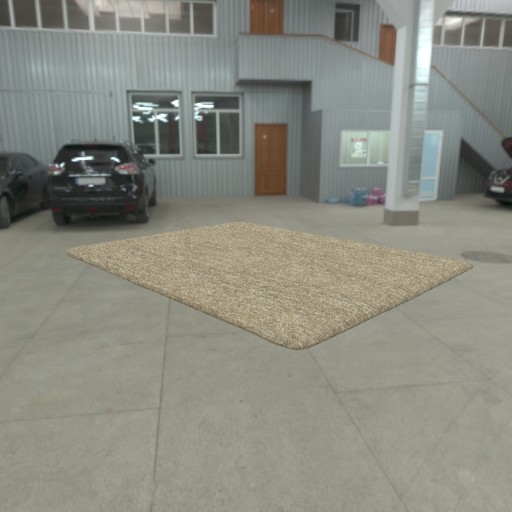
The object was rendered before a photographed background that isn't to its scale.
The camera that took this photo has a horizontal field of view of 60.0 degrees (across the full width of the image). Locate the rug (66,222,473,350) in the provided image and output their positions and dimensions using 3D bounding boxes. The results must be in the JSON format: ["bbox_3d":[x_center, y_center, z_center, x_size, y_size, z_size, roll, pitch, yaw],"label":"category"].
[{"bbox_3d":[0.000,0.000,3.817,2.242,0.050,2.873,-13,19,-43],"label":"rug"}]
